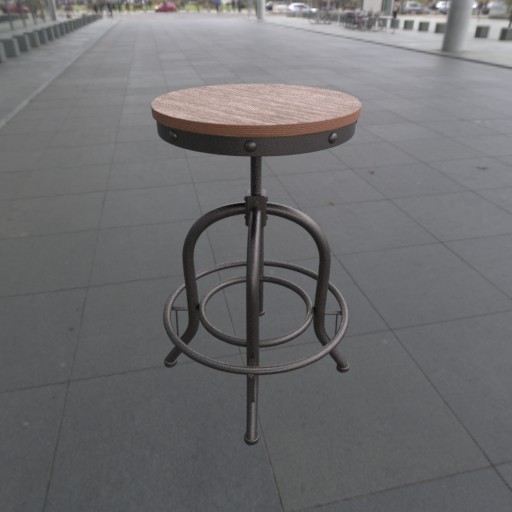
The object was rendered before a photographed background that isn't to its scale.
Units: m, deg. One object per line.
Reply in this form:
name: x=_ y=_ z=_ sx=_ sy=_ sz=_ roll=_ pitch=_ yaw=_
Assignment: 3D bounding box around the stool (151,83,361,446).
stool: x=0.000 y=0.000 z=0.902 sx=0.439 sy=0.609 sz=0.439 roll=1 pitch=30 yaw=2
